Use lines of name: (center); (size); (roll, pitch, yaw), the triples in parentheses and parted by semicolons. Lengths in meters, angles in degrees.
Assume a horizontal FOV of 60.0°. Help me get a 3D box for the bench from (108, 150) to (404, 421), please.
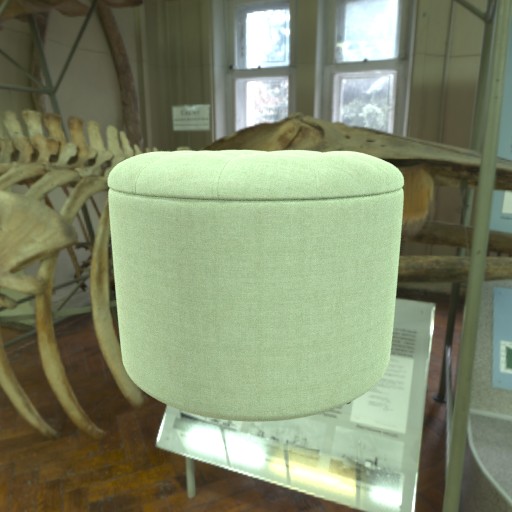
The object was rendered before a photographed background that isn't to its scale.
bench: (0.000, 0.000, 0.979); (0.600, 0.453, 0.600); (0, 14, 0)
